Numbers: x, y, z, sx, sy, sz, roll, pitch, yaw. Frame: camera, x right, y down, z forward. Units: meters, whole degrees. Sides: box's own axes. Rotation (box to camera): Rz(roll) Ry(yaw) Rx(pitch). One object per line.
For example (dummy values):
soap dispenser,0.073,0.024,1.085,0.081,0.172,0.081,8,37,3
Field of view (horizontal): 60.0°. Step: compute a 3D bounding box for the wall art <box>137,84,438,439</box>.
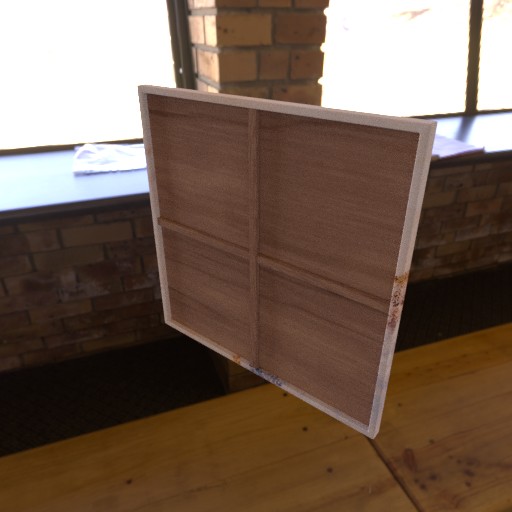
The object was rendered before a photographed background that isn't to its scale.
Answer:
wall art,0.000,0.000,1.318,0.889,0.889,0.038,21,35,33
